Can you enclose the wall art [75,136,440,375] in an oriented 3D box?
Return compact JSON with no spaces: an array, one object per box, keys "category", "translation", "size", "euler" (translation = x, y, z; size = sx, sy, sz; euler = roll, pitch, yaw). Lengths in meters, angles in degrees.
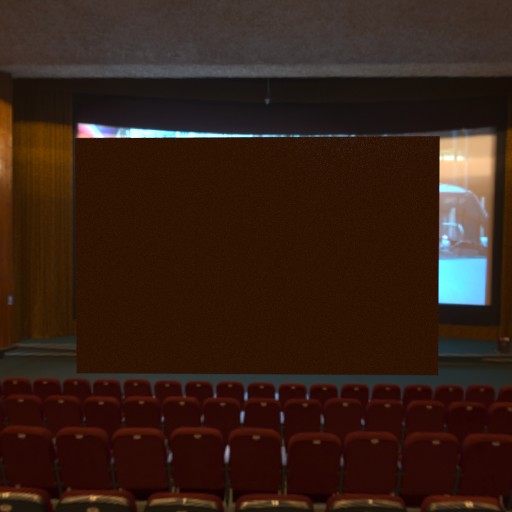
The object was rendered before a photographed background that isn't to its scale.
[{"category":"wall art","translation":[0.000,0.000,1.150],"size":[0.932,0.610,0.027],"euler":[0,1,1]}]
